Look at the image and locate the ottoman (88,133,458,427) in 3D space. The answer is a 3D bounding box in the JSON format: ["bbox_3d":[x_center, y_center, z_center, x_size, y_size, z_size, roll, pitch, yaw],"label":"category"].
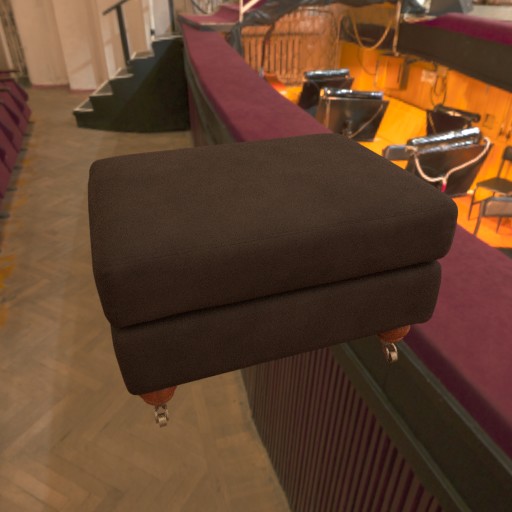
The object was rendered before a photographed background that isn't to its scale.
[{"bbox_3d":[0.000,0.000,1.162,0.773,0.497,0.574,-10,34,-16],"label":"ottoman"}]
